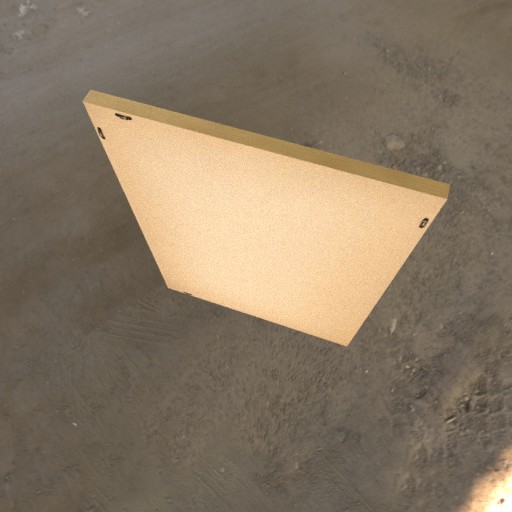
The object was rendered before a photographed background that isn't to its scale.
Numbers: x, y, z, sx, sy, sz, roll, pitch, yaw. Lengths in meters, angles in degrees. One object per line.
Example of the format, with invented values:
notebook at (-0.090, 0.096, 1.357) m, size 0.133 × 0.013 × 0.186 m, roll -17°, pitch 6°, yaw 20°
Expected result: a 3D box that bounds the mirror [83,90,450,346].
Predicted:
mirror at (0.000, 0.000, 1.338) m, size 0.762 × 1.016 × 0.041 m, roll 17°, pitch 64°, yaw 8°
